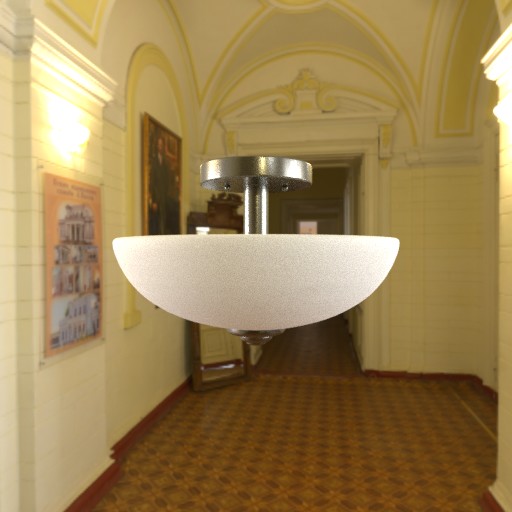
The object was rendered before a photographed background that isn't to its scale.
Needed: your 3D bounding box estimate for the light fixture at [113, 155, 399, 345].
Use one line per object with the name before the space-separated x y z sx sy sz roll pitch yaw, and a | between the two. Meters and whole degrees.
light fixture | 0.000 0.000 0.536 0.330 0.214 0.330 0 0 0
